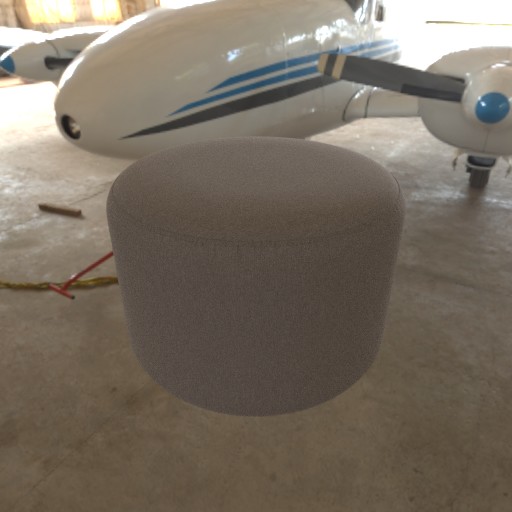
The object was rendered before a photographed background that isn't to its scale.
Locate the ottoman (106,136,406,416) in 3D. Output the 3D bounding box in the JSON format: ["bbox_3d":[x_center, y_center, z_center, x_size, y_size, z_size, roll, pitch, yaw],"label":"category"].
[{"bbox_3d":[0.000,0.000,1.009,0.608,0.433,0.608,0,30,0],"label":"ottoman"}]
